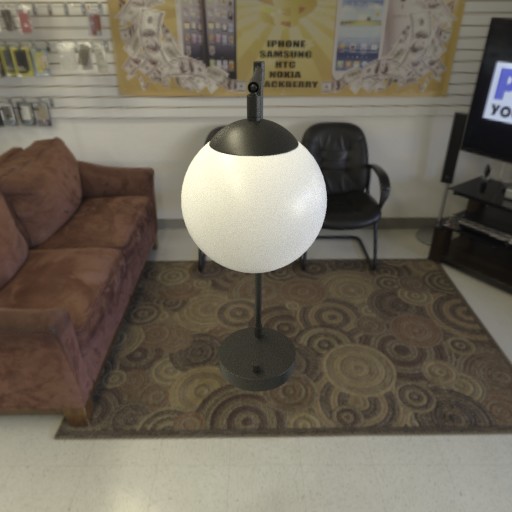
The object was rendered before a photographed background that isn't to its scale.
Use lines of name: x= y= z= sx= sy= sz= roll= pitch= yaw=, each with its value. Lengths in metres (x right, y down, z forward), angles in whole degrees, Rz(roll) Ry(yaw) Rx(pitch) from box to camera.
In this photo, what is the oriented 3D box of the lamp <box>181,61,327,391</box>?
lamp: x=0.000 y=0.000 z=0.718 sx=0.197 sy=0.559 sz=0.316 roll=1 pitch=30 yaw=2
